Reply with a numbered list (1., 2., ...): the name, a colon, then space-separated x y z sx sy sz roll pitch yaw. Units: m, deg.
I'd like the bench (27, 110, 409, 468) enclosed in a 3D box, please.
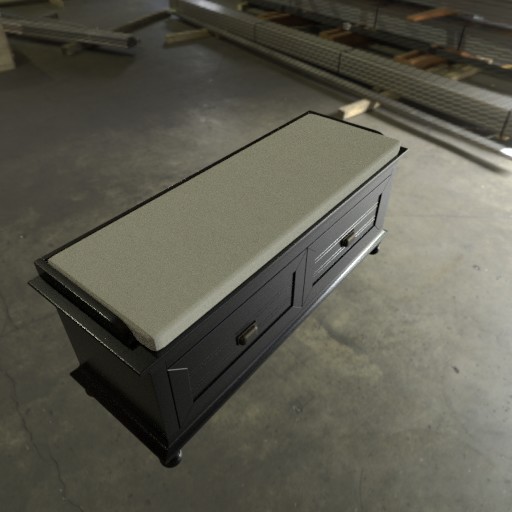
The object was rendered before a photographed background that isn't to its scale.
1. bench: 0.000 0.000 1.409 0.402 0.501 1.185 28 48 29
